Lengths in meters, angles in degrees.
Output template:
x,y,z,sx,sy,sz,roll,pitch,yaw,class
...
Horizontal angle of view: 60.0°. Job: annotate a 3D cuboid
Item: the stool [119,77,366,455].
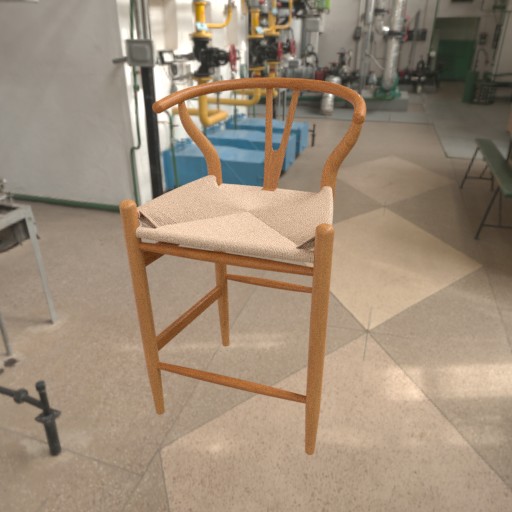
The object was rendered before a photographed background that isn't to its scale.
x,y,z,sx,sy,sz,roll,pitch,yaw,class
0.000,0.000,1.355,0.569,0.970,0.579,8,28,16,stool
